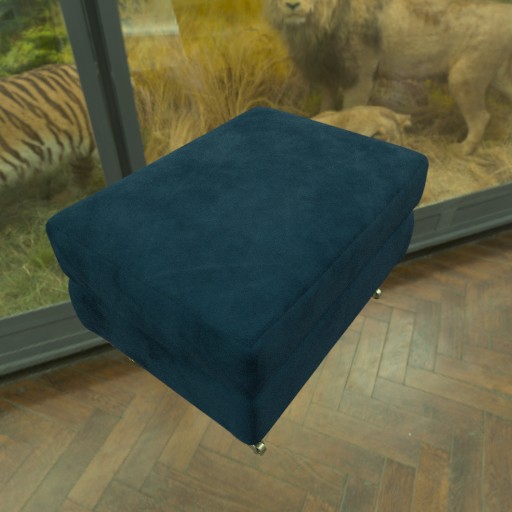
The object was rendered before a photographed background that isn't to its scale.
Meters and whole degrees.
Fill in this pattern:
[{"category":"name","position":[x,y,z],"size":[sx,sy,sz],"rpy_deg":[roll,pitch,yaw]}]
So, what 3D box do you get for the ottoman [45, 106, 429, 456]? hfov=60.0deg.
[{"category":"ottoman","position":[0.000,0.000,1.145],"size":[0.572,0.503,0.773],"rpy_deg":[26,48,27]}]
